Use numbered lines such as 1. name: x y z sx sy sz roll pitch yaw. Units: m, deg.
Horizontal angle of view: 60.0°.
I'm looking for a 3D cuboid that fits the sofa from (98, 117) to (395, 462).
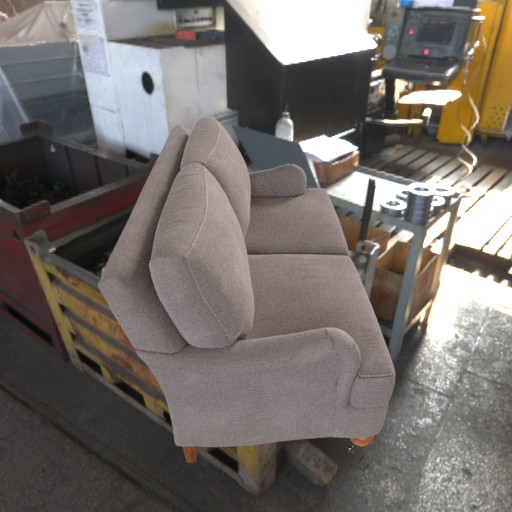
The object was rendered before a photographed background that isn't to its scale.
1. sofa: 0.000 0.000 2.437 1.084 1.101 1.853 -1 32 -1
